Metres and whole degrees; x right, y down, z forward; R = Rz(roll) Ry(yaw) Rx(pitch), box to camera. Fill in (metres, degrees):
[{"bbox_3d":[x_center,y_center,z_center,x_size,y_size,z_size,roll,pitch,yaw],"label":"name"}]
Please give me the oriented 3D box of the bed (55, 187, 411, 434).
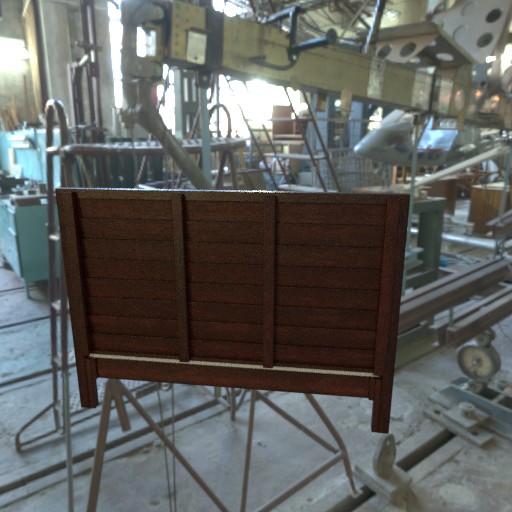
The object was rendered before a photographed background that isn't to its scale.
[{"bbox_3d":[0.000,0.000,3.997,2.040,1.492,2.803,2,15,8],"label":"bed"}]
